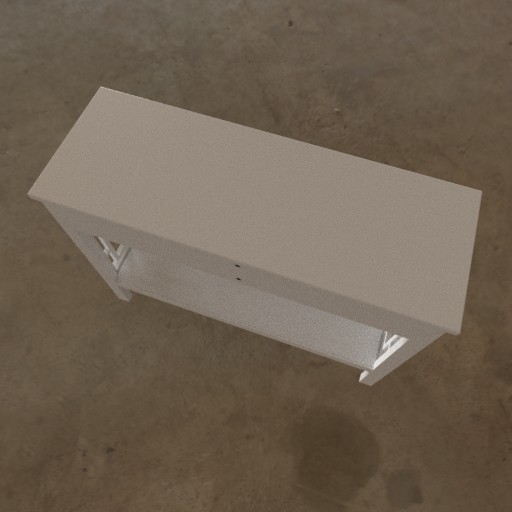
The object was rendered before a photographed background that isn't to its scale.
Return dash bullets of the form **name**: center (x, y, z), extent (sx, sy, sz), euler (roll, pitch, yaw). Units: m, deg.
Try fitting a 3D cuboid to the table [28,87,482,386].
- **table**: center (0.000, 0.000, 1.446), extent (1.068, 0.753, 0.397), euler (18, 66, 8)
